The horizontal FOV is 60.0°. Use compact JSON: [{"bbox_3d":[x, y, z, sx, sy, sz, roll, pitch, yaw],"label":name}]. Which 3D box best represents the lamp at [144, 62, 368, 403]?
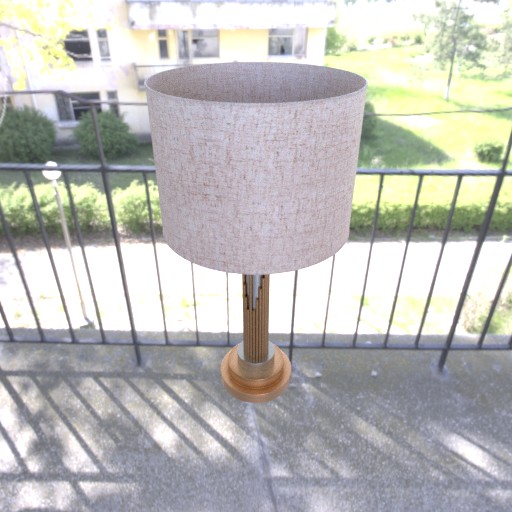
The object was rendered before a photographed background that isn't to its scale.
[{"bbox_3d":[0.000,0.000,0.809,0.321,0.610,0.321,0,32,0],"label":"lamp"}]
